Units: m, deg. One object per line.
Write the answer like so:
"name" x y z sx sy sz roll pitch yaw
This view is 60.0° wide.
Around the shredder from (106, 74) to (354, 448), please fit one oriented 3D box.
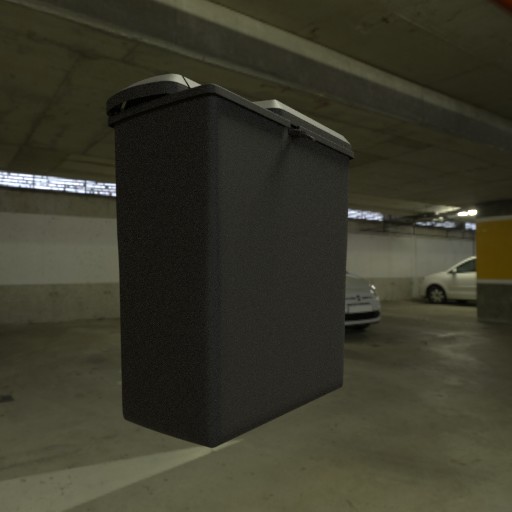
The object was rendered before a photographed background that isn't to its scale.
"shredder" 0.000 0.000 0.512 0.170 0.335 0.320 -1 -2 37
